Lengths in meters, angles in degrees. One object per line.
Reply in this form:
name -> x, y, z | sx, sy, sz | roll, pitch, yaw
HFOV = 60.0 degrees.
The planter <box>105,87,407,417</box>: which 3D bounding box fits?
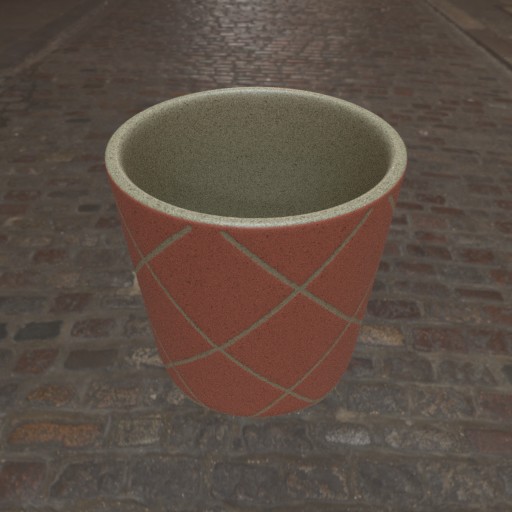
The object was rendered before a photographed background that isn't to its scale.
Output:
planter -> 0.000, 0.000, 0.351 | 0.191, 0.200, 0.191 | 0, 40, 0
